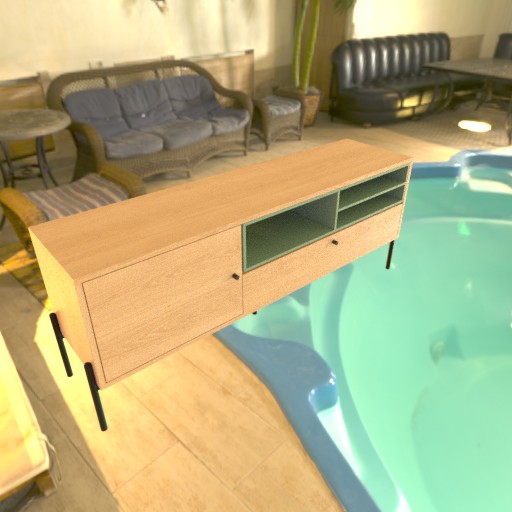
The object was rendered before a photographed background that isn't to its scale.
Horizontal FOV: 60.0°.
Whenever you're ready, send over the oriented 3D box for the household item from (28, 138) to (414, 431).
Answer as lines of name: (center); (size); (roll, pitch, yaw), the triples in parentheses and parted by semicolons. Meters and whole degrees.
household item: (0.000, 0.000, 1.809); (1.550, 0.600, 0.400); (-23, 38, -33)
